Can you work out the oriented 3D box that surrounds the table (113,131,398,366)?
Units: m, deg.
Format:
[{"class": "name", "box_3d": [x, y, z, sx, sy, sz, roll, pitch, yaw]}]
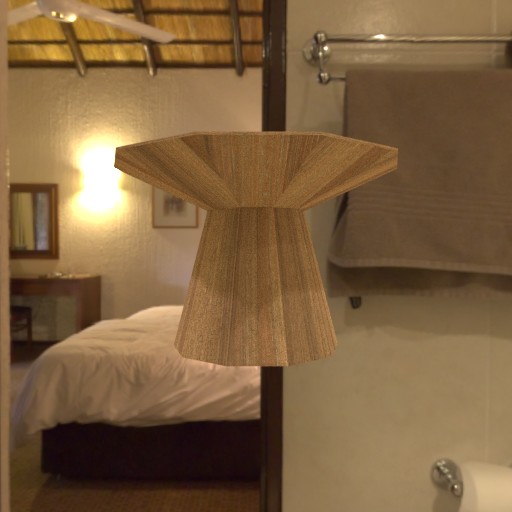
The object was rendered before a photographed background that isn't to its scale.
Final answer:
[{"class": "table", "box_3d": [0.000, 0.000, 1.863, 1.186, 0.752, 1.186, 0, 1, 0]}]
